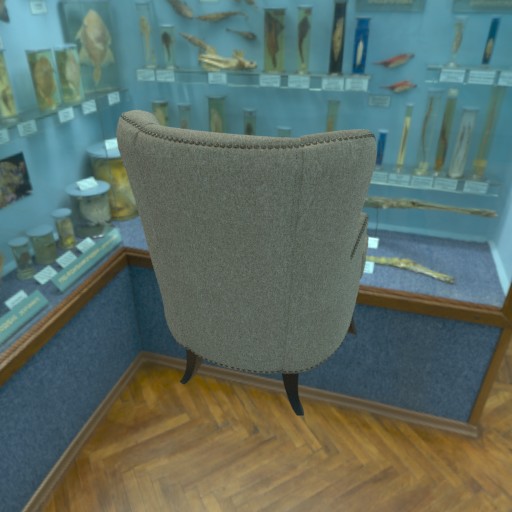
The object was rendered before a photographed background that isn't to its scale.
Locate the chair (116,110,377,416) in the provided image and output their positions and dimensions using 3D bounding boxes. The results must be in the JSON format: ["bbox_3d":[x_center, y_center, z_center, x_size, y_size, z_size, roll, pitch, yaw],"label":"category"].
[{"bbox_3d":[0.000,0.000,1.609,0.759,1.060,0.758,10,32,16],"label":"chair"}]
